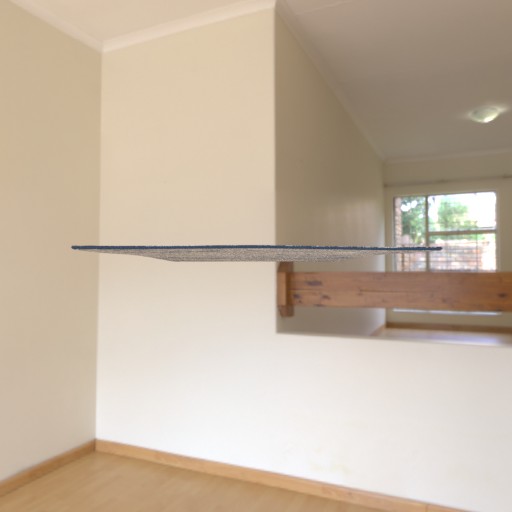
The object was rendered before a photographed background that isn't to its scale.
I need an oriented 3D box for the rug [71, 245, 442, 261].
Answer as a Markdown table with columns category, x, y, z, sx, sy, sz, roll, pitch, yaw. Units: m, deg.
| category | x | y | z | sx | sy | sz | roll | pitch | yaw |
| --- | --- | --- | --- | --- | --- | --- | --- | --- | --- |
| rug | 0.000 | 0.000 | 2.269 | 1.159 | 0.025 | 1.793 | 0 | -2 | 0 |
